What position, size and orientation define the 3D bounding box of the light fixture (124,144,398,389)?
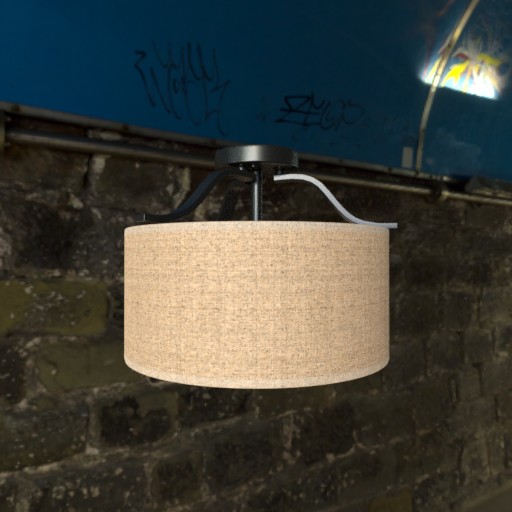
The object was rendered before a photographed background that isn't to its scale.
[{"bbox_3d":[0.000,0.000,0.672,0.390,0.306,0.390,0,0,0],"label":"light fixture"}]
